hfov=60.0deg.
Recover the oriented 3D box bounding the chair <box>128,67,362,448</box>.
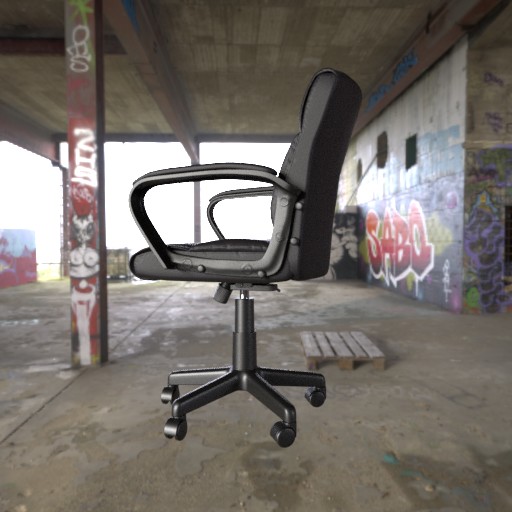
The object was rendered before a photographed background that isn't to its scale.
[{"bbox_3d":[0.000,0.000,1.393,0.641,0.998,0.576,1,2,18],"label":"chair"}]
